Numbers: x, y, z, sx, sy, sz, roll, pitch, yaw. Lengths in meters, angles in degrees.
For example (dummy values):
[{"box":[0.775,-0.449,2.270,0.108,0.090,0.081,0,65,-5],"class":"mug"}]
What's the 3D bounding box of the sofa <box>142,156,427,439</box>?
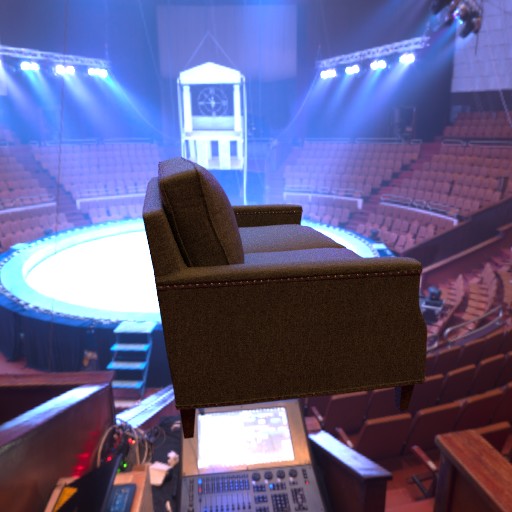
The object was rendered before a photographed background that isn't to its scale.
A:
[{"box":[0.000,0.000,2.321,1.084,1.003,1.597,-3,15,-11],"class":"sofa"}]
